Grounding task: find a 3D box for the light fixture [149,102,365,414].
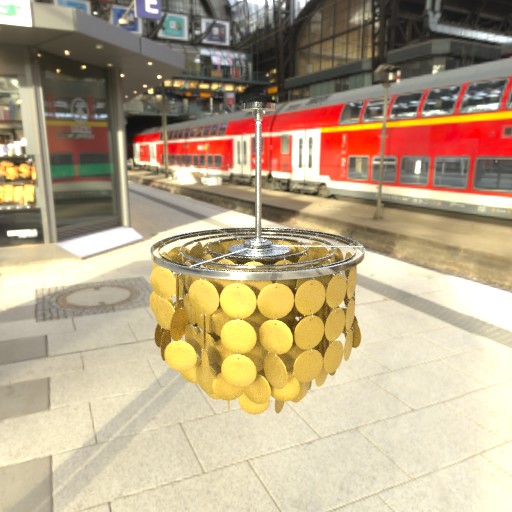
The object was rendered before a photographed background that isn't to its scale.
[{"bbox_3d":[0.000,0.000,0.756,0.368,0.492,0.368,0,13,0],"label":"light fixture"}]
